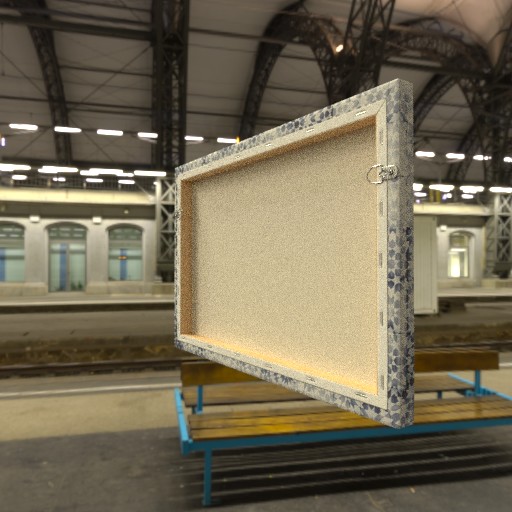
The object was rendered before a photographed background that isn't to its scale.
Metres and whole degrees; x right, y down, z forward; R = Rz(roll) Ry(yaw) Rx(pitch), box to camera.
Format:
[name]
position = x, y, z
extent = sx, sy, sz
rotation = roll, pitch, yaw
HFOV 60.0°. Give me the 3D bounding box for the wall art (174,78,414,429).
[wall art]
position = 0.000, 0.000, 0.765
extent = 0.030, 0.406, 0.608
rotation = 0, -1, -35
